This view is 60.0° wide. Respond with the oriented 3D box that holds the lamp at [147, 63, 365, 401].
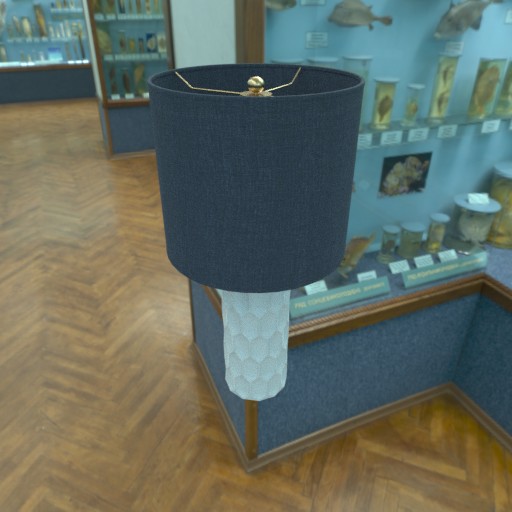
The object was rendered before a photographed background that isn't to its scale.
[{"bbox_3d":[0.000,0.000,0.708,0.277,0.537,0.277,-11,32,-18],"label":"lamp"}]
